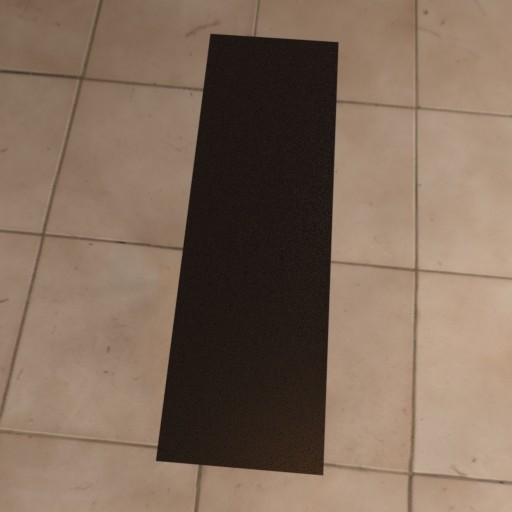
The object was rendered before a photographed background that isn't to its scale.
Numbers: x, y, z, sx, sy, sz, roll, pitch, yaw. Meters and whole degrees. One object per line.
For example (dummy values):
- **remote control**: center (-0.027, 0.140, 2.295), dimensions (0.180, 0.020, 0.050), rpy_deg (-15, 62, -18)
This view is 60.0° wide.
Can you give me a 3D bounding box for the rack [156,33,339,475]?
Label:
- **rack**: center (0.000, 0.000, 1.468), dimensions (0.399, 0.635, 1.206), rpy_deg (4, 75, 1)
